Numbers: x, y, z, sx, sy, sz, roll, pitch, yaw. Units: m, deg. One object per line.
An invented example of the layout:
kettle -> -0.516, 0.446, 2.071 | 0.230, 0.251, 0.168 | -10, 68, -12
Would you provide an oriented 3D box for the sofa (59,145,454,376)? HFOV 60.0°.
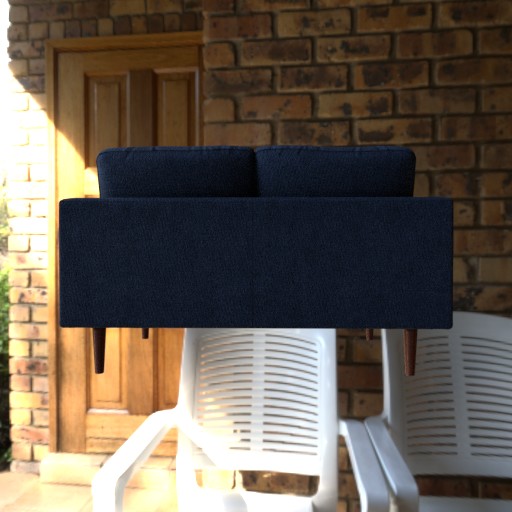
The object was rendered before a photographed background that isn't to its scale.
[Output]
sofa -> 0.000, 0.000, 2.166 | 1.582, 0.944, 0.903 | 0, 1, 1
